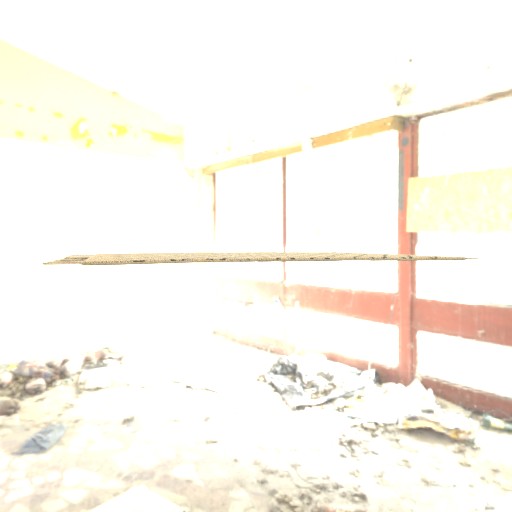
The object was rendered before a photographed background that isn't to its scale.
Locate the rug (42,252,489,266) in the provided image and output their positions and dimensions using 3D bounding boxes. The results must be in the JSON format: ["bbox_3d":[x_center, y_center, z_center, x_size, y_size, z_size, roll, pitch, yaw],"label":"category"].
[{"bbox_3d":[0.000,0.000,3.171,2.615,0.029,1.664,-1,2,-18],"label":"rug"}]
